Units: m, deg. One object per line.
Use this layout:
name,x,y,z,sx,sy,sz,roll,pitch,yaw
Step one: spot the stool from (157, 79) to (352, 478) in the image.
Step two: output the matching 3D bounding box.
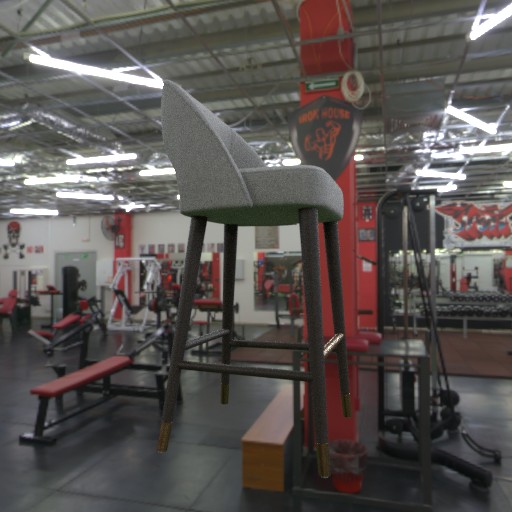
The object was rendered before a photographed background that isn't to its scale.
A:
stool,0.000,0.000,1.322,0.509,1.037,0.494,0,-1,19
